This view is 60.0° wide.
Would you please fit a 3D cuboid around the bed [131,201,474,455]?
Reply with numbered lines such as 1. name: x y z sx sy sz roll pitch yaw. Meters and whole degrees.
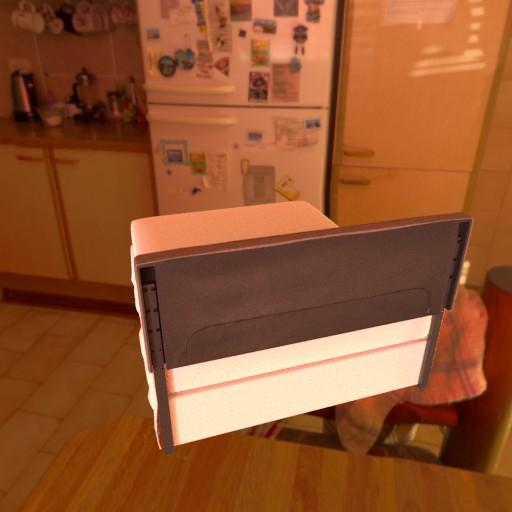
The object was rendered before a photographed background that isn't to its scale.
1. bed: 0.000 0.000 2.922 1.610 1.089 1.894 -8 28 -16
